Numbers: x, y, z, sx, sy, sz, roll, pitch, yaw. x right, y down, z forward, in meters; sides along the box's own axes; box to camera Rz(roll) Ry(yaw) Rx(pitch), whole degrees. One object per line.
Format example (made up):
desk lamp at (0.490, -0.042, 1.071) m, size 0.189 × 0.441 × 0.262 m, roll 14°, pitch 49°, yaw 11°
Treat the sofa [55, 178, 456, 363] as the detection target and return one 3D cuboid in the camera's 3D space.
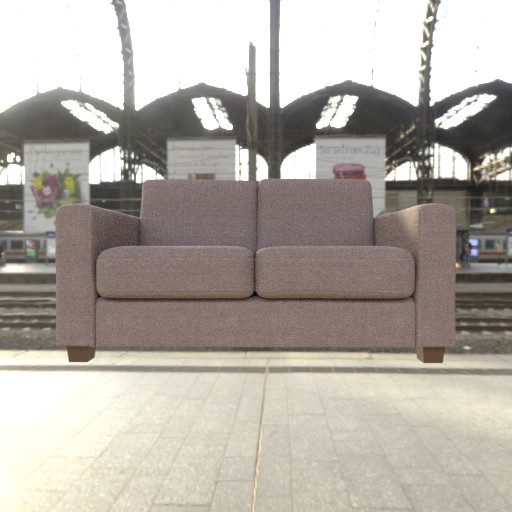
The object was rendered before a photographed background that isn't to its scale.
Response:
sofa at (0.000, 0.000, 2.048) m, size 1.520 × 0.800 × 0.900 m, roll 0°, pitch 1°, yaw 1°
